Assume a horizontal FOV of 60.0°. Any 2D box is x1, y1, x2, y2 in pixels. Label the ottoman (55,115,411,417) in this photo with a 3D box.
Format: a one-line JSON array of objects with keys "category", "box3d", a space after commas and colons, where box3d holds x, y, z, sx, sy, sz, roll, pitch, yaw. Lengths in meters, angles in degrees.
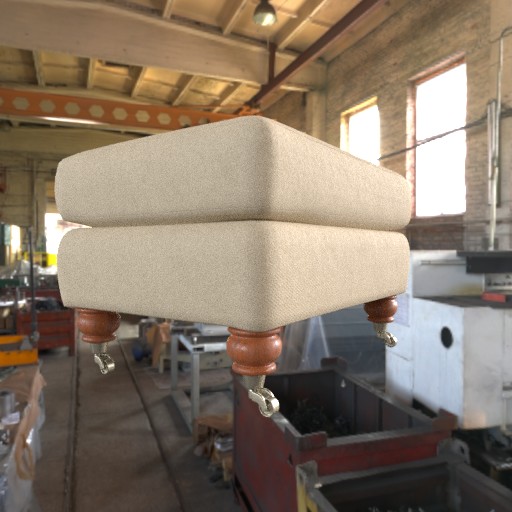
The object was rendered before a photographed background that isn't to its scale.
[{"category": "ottoman", "box3d": [0.000, 0.000, 1.108, 0.569, 0.504, 0.773, 1, 1, 35]}]
